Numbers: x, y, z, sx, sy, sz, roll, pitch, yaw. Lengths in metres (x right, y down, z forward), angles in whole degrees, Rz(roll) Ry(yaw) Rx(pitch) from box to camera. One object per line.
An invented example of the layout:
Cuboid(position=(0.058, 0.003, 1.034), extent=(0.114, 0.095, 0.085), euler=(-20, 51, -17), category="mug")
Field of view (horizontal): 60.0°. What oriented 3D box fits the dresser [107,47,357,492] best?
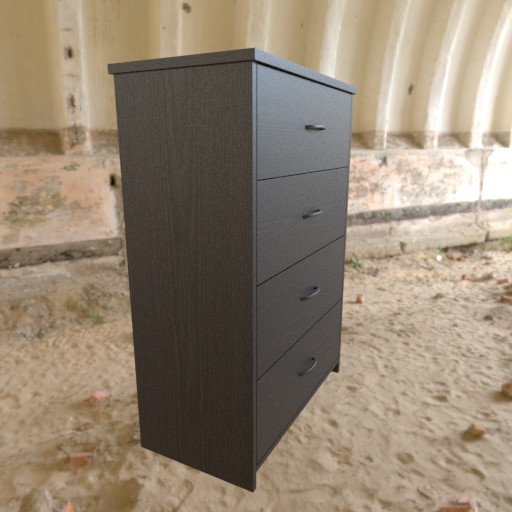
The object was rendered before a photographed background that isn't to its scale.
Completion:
Cuboid(position=(0.000, 0.000, 1.354), extent=(0.399, 1.020, 0.704), euler=(8, 16, 27), category="dresser")
